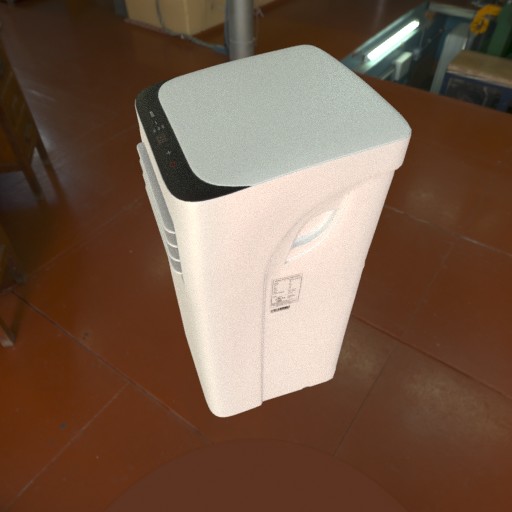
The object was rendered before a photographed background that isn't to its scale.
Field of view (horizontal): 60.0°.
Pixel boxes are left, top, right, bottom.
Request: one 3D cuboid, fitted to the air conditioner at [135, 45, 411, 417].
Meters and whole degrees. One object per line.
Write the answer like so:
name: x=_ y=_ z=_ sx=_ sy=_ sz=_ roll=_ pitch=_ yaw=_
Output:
air conditioner: x=0.000 y=0.000 z=0.929 sx=0.369 sy=0.716 sz=0.352 roll=-15 pitch=48 yaw=-14
